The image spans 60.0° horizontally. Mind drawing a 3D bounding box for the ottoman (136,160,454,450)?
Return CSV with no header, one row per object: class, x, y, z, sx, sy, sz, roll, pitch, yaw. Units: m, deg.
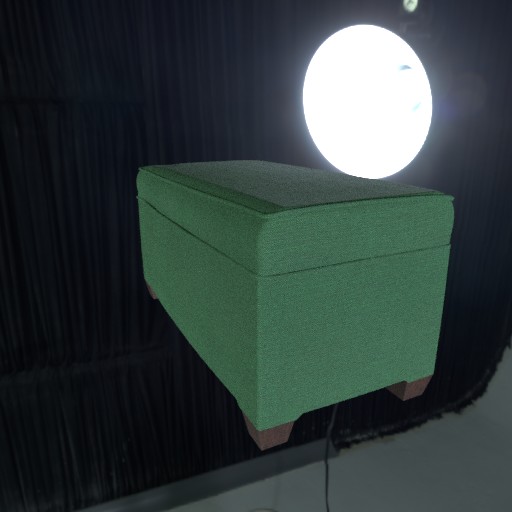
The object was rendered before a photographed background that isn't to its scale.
ottoman,0.000,0.000,1.232,0.483,0.471,0.957,-8,19,-25
